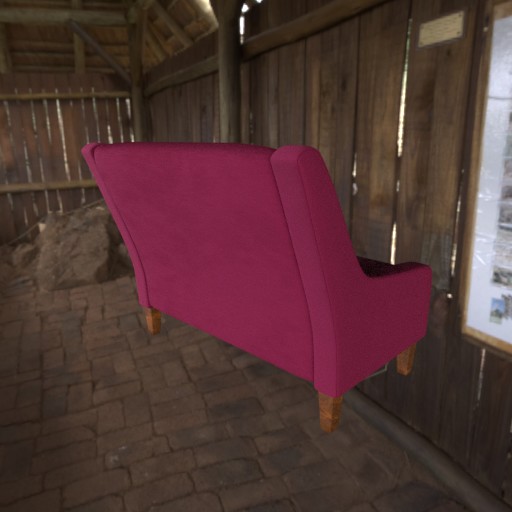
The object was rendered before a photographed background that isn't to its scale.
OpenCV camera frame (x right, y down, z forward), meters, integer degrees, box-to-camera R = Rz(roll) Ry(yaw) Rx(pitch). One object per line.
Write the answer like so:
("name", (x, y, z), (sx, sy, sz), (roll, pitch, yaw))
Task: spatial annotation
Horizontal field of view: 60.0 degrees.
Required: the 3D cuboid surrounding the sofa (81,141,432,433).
("sofa", (0.000, 0.000, 1.952), (1.242, 0.976, 0.946), (14, 21, 43))
